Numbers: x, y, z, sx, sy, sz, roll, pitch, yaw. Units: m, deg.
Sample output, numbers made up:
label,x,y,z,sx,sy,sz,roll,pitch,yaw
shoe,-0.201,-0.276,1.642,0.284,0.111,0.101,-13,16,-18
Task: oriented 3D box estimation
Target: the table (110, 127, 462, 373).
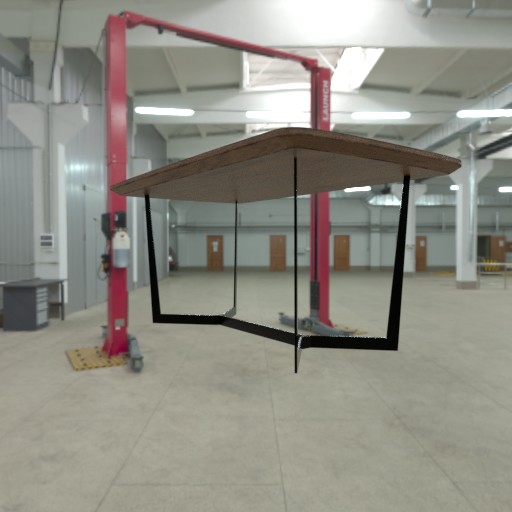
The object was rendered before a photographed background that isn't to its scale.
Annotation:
label,x,y,z,sx,sy,sz,roll,pitch,yaw
table,0.000,0.000,2.144,0.949,0.765,1.643,-1,2,-36
